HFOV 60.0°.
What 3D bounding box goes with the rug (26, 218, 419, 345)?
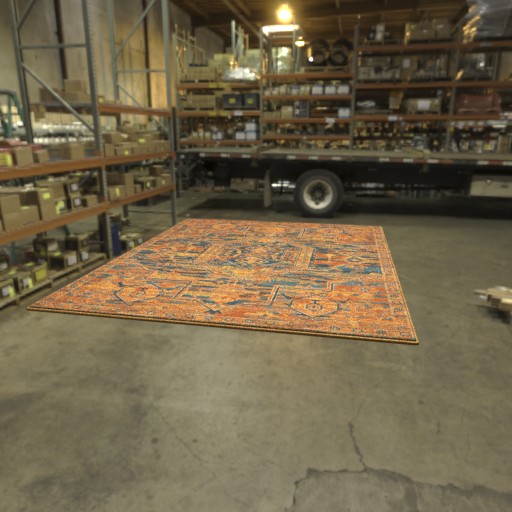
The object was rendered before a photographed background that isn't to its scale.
[{"bbox_3d":[0.000,0.000,4.069,2.435,0.031,3.040,3,16,11],"label":"rug"}]
